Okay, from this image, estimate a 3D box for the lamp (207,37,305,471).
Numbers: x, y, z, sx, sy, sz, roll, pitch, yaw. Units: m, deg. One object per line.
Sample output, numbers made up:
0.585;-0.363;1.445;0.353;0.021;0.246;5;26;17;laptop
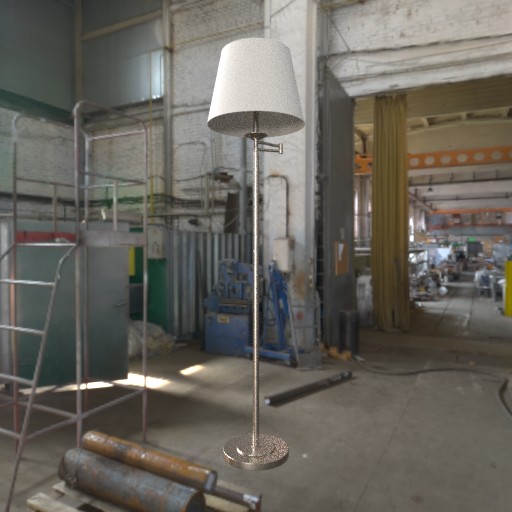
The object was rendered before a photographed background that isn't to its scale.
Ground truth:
0.000;0.000;1.630;0.355;1.473;0.355;0;1;0;lamp
